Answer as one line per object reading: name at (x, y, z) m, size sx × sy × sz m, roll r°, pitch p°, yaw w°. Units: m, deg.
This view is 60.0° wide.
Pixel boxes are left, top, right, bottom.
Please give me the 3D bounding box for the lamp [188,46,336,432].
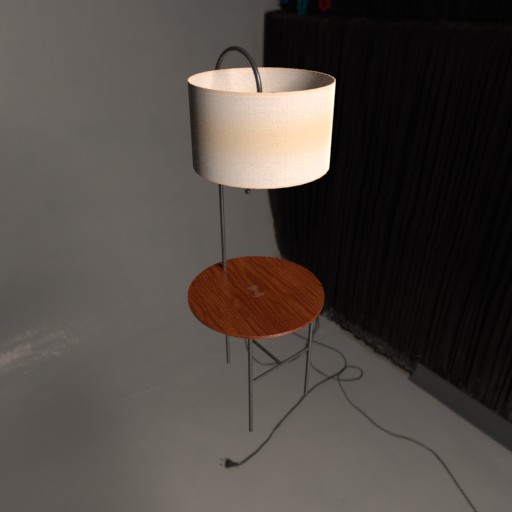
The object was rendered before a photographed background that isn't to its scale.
lamp at (0.000, 0.000, 1.782) m, size 0.573 × 1.517 × 0.573 m, roll 0°, pitch 31°, yaw 0°
